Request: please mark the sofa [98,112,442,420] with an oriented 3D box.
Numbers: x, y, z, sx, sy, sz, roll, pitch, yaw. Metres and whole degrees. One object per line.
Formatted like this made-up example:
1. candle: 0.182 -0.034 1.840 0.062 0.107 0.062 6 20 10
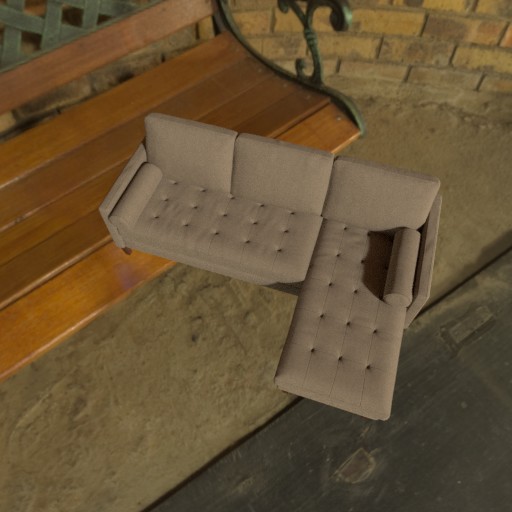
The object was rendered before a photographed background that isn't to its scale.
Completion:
1. sofa: 0.000 0.000 2.934 2.178 0.875 1.506 15 59 9
